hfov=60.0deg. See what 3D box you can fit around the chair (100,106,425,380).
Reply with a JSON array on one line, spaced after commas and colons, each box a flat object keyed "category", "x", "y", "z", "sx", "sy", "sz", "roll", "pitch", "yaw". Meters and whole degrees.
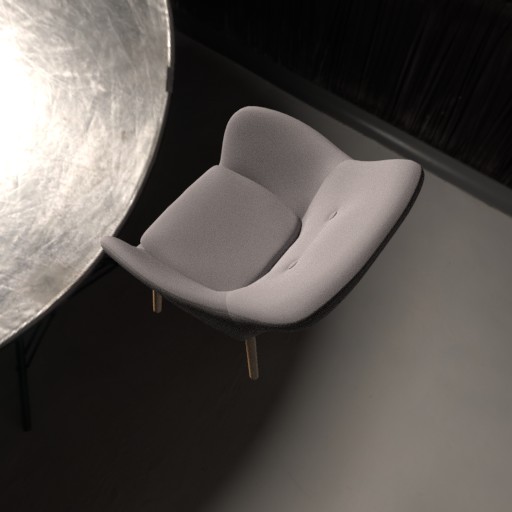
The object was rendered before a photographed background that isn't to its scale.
[{"category": "chair", "x": 0.000, "y": 0.000, "z": 1.223, "sx": 0.590, "sy": 0.830, "sz": 0.570, "roll": 34, "pitch": 68, "yaw": 16}]
